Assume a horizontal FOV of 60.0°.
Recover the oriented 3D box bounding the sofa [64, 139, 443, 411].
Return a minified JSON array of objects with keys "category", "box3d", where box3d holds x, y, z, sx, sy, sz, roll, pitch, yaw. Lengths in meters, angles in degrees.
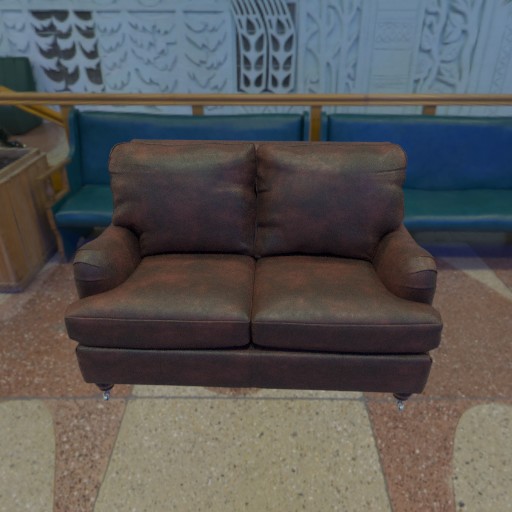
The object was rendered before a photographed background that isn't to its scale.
[{"category":"sofa","box3d":[0.000,0.000,2.305,1.628,1.070,1.148,1,29,2]}]
